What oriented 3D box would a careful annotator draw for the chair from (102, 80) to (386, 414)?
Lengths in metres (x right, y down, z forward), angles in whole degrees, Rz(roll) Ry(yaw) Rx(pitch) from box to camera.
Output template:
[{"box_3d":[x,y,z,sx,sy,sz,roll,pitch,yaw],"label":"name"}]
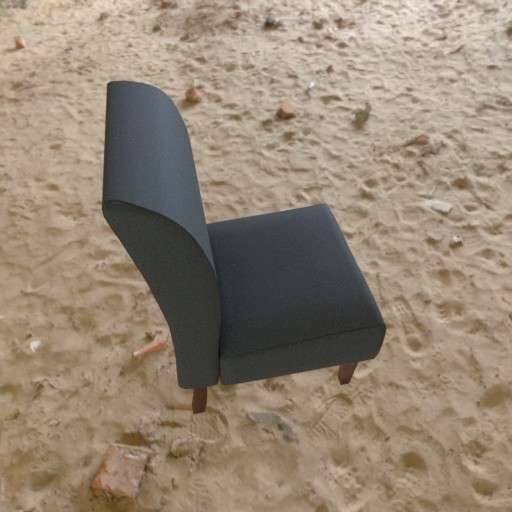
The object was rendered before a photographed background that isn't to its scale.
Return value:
[{"box_3d":[0.000,0.000,1.162,0.592,0.804,0.513,-10,48,-9],"label":"chair"}]
